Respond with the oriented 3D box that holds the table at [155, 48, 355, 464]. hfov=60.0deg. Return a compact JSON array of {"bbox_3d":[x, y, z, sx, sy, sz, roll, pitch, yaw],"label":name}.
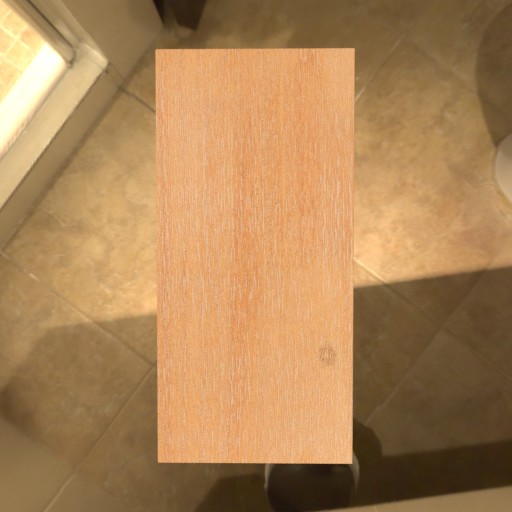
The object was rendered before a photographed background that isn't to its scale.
[{"bbox_3d":[0.000,0.000,1.314,0.483,0.457,1.016,0,91,1],"label":"table"}]
